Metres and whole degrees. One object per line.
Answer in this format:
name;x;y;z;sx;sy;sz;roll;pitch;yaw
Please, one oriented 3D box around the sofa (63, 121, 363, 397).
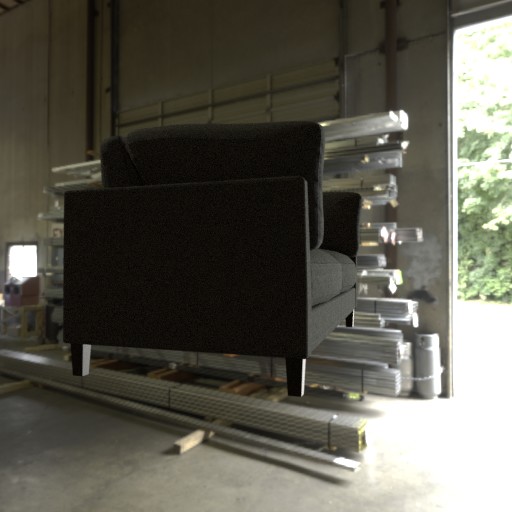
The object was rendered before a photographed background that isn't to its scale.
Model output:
sofa;0.000;0.000;2.313;0.969;0.920;1.751;0;-1;18
